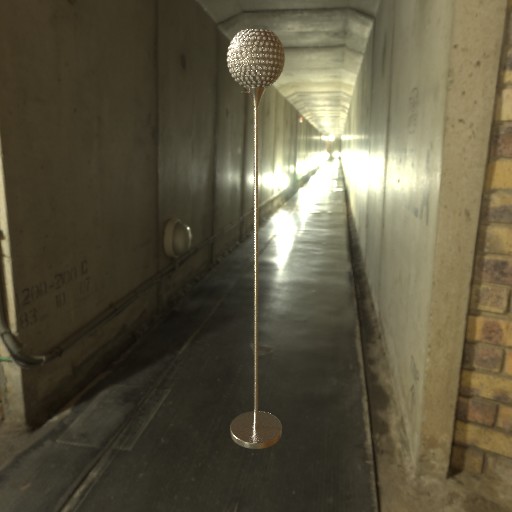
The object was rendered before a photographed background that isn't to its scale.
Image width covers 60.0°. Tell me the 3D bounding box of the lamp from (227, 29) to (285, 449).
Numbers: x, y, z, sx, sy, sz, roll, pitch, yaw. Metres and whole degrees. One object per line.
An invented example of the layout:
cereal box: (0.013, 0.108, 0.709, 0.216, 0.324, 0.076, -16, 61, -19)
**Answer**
lamp: (0.000, 0.000, 1.963, 0.254, 1.805, 0.254, 0, 15, 0)
